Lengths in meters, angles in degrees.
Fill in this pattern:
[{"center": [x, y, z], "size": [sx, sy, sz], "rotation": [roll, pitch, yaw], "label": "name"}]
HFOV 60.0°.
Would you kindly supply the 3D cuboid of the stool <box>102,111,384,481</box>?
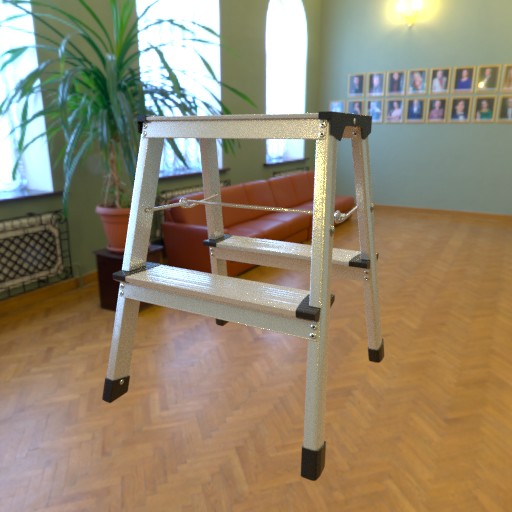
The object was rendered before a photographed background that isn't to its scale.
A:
[{"center": [0.000, 0.000, 0.793], "size": [0.404, 0.480, 0.405], "rotation": [8, 18, 27], "label": "stool"}]
